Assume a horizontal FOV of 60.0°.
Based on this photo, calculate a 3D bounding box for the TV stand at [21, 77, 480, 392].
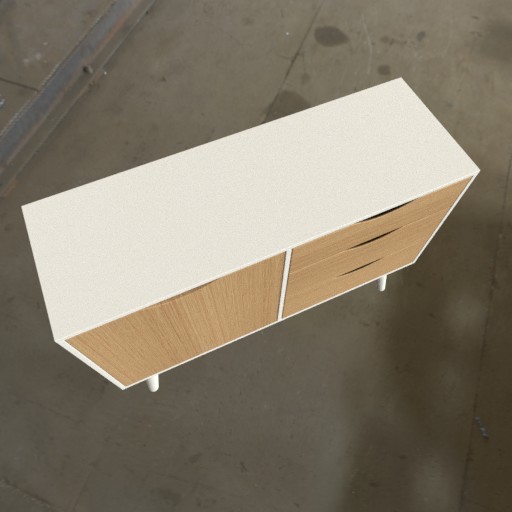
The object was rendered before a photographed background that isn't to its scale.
[{"bbox_3d":[0.000,0.000,1.571,1.193,0.812,0.406,-22,65,-11],"label":"TV stand"}]
